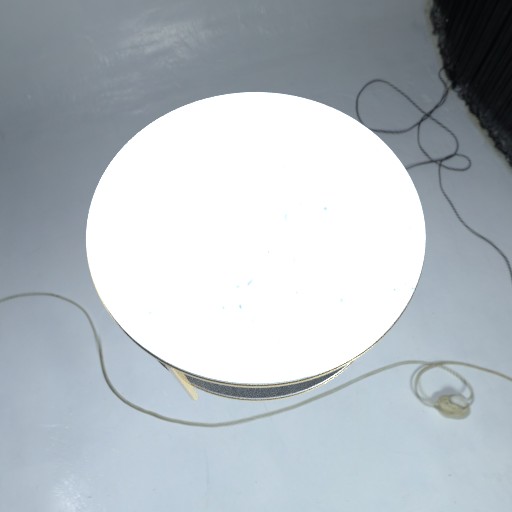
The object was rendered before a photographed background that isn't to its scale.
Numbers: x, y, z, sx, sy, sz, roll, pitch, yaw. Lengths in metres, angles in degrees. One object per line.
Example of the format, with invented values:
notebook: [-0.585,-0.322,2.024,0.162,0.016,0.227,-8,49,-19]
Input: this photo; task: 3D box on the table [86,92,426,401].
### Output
table: [0.000,0.000,1.253,0.800,0.450,0.800,0,63,0]
